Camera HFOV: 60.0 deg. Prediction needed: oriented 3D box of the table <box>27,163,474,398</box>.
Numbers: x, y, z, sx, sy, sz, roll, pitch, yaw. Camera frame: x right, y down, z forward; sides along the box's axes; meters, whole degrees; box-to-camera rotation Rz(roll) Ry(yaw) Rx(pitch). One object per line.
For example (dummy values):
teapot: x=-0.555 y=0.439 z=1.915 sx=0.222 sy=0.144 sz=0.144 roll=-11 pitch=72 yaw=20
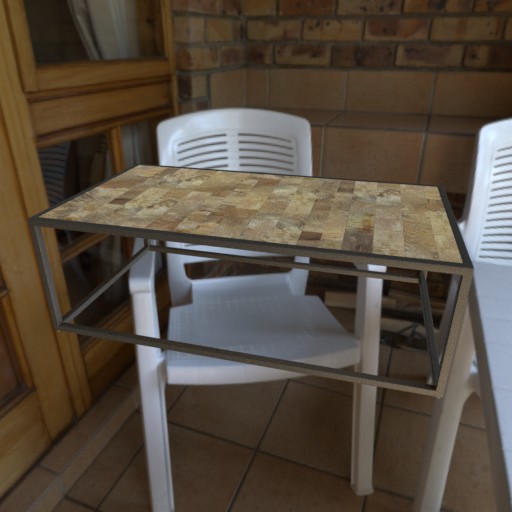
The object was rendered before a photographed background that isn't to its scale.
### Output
table: x=0.000 y=0.000 z=1.513 sx=1.199 sy=0.398 sz=0.649 roll=7 pitch=27 yaw=13
